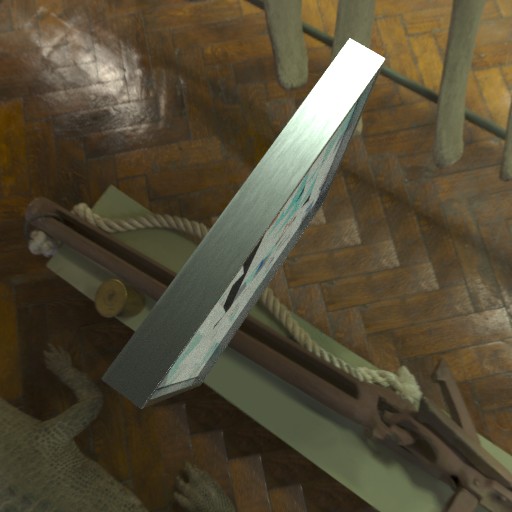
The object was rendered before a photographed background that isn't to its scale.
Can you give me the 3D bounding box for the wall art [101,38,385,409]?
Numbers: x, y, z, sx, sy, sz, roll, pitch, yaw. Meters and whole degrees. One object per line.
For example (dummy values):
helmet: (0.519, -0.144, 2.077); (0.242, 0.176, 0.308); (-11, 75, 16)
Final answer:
wall art: (0.000, 0.000, 0.524); (0.038, 0.350, 0.350); (33, 79, 8)
